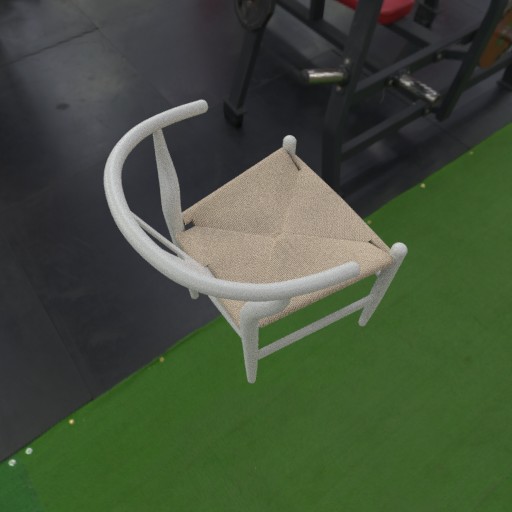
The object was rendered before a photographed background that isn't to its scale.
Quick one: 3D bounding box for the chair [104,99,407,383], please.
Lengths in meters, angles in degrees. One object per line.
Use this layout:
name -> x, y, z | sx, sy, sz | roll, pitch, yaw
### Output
chair -> 0.000, 0.000, 1.163 | 0.579, 0.730, 0.569 | -30, 63, -17
